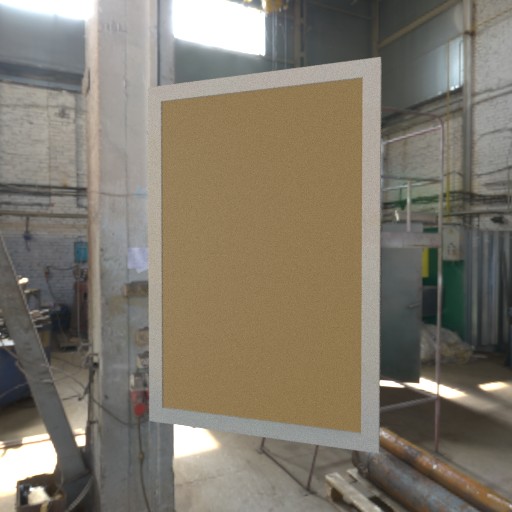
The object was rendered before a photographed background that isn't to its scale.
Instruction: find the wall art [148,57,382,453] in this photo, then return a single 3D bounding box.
[{"bbox_3d":[0.000,0.000,1.415,0.764,1.143,0.038,0,1,18],"label":"wall art"}]
